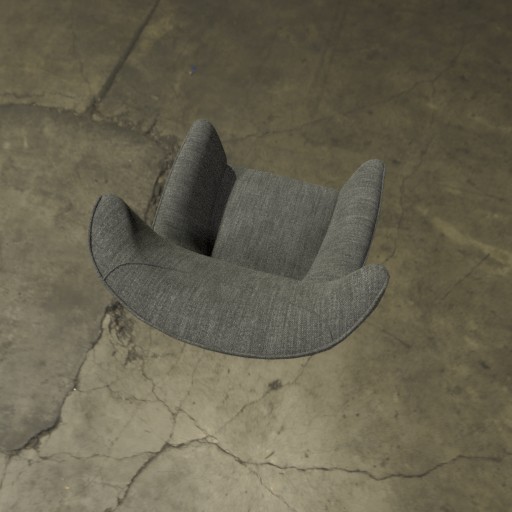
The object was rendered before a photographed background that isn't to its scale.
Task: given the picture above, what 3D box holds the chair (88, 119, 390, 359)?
[{"bbox_3d":[0.000,0.000,1.600,0.781,0.933,0.888,15,66,7],"label":"chair"}]
